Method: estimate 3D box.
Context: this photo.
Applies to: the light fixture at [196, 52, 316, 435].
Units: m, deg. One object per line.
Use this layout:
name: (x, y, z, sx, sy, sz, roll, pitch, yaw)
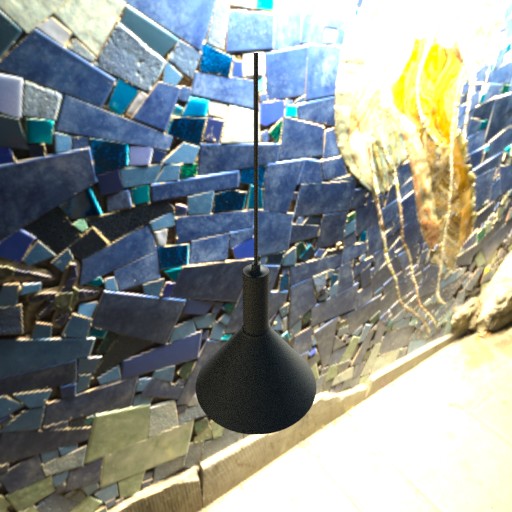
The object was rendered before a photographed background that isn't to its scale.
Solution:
light fixture: (0.000, 0.000, 0.812, 0.267, 0.683, 0.267, -11, 33, -17)
